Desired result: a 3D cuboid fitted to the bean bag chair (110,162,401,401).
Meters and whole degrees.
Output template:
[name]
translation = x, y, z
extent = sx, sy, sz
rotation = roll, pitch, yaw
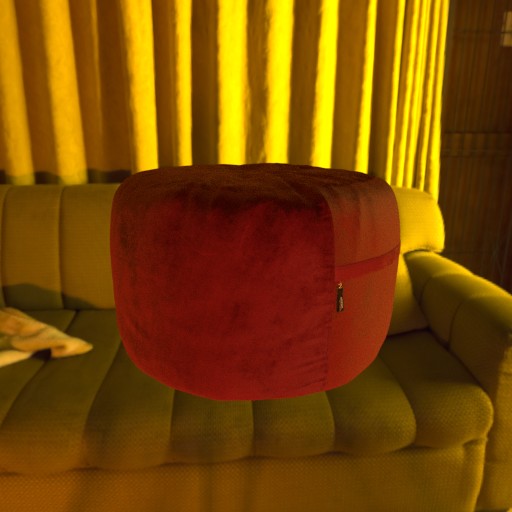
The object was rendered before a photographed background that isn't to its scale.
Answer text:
[bean bag chair]
translation = 0.000, 0.000, 1.958
extent = 1.219, 0.762, 1.219
rotation = 0, 16, 0
